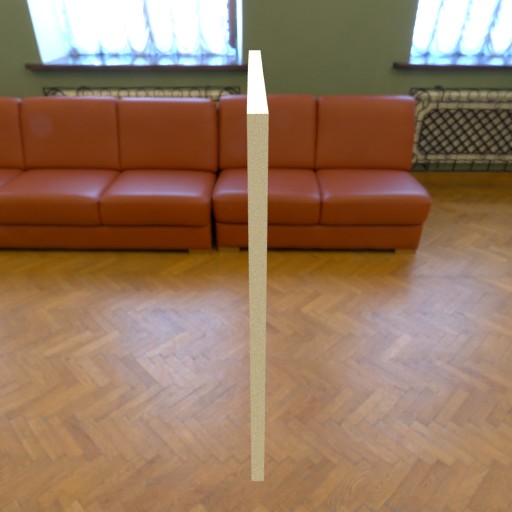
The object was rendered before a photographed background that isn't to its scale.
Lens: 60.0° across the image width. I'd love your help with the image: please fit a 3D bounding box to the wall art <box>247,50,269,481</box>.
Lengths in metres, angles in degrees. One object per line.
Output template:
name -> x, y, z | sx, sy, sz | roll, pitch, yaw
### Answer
wall art -> 0.000, 0.000, 1.352 | 0.039, 1.050, 0.795 | 0, 32, 0
